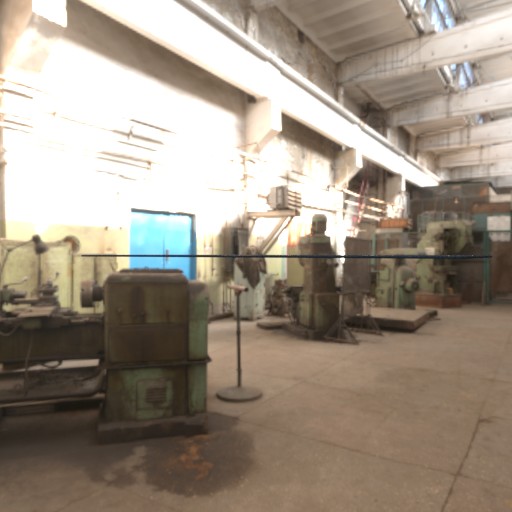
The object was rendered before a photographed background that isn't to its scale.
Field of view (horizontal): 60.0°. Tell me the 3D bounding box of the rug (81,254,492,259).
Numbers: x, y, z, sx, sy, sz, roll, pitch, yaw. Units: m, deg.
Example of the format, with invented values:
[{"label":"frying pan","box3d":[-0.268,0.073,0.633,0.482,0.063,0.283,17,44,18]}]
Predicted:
[{"label":"rug","box3d":[0.000,0.000,2.677,2.448,0.012,0.769,0,0,35]}]
